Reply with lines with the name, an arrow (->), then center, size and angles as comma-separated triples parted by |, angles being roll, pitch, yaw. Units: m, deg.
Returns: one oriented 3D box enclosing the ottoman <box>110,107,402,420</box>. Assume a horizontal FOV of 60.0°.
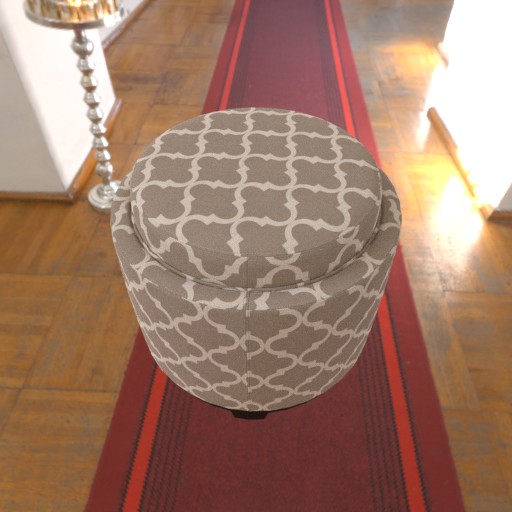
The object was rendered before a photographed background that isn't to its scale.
ottoman -> 0.000, 0.000, 0.836 | 0.480, 0.429, 0.480 | 0, 46, 0
